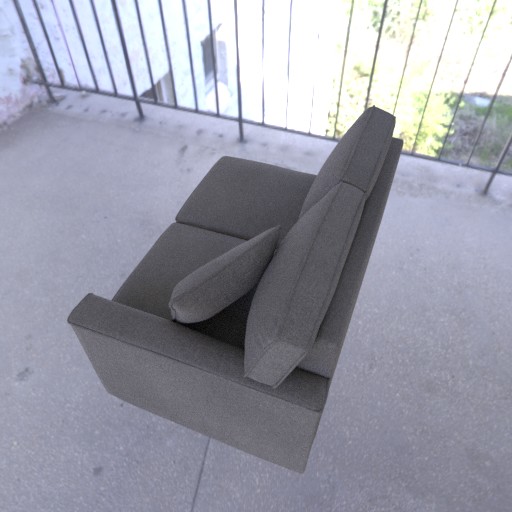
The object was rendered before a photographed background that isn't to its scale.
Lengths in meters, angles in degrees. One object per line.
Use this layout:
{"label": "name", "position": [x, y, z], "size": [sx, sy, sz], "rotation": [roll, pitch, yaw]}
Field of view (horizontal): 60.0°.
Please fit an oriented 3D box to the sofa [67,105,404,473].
{"label": "sofa", "position": [0.000, 0.000, 2.042], "size": [0.991, 0.989, 1.388], "rotation": [16, 49, 15]}
